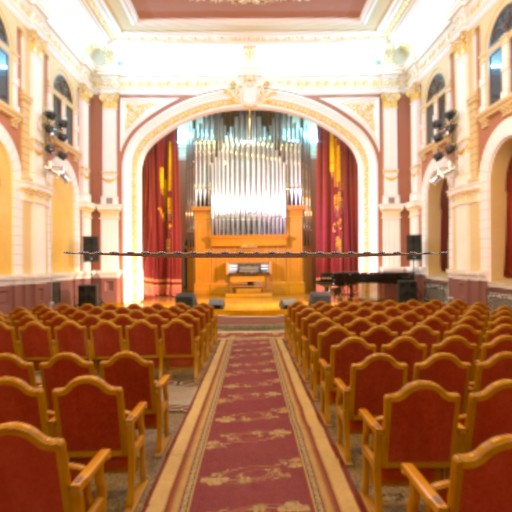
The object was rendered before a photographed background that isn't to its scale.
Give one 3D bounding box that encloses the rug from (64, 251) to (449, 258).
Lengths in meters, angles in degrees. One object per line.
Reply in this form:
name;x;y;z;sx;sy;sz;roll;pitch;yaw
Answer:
rug;0.000;0.000;2.906;1.544;0.010;2.315;0;-1;0
